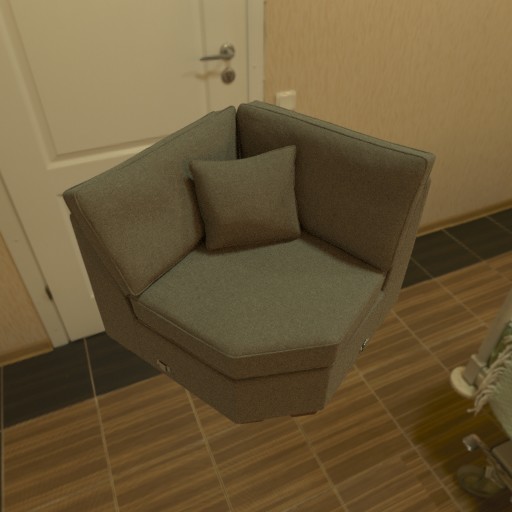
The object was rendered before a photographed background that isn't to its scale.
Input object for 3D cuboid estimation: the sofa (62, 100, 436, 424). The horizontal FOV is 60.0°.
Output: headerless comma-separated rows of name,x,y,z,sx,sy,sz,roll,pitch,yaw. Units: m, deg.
sofa,0.000,0.000,1.901,1.042,0.951,1.050,26,46,27
